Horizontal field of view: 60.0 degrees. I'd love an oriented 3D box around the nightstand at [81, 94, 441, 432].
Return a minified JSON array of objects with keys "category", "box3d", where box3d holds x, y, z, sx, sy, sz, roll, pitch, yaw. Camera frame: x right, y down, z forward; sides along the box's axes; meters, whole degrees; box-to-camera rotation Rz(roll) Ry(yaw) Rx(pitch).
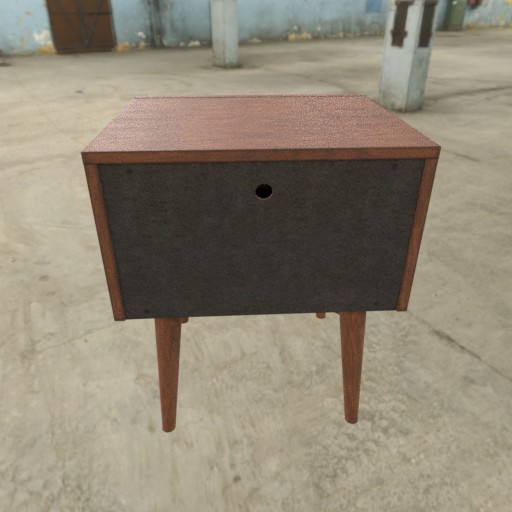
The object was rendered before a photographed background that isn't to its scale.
[{"category":"nightstand","box3d":[0.000,0.000,0.980,0.521,0.607,0.445,-2,30,-3]}]
